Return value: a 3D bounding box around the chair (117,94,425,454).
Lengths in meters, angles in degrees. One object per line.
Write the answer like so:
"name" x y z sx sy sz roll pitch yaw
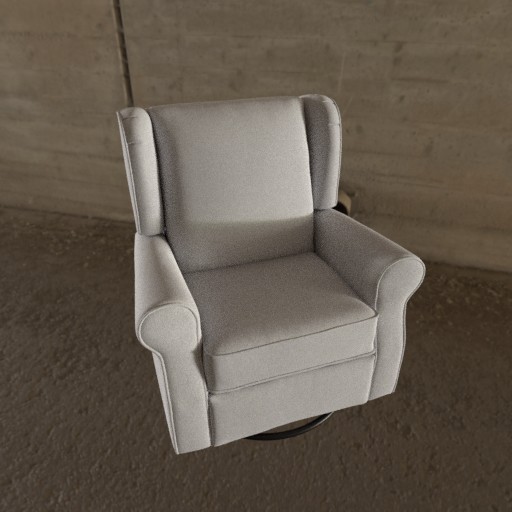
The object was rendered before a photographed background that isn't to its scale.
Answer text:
"chair" 0.000 0.000 1.609 0.906 0.967 0.854 -10 33 -16
